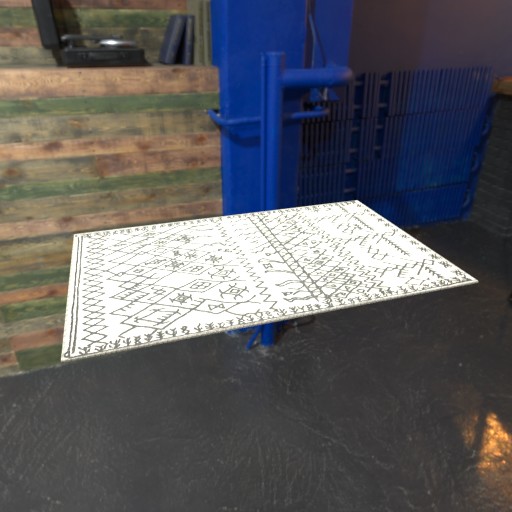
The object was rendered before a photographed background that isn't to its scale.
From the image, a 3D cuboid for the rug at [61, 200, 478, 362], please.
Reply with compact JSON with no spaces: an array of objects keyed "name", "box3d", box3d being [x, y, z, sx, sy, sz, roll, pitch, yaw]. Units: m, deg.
[{"name":"rug","box3d":[0.000,0.000,3.090,2.444,0.012,1.526,-8,29,-16]}]
